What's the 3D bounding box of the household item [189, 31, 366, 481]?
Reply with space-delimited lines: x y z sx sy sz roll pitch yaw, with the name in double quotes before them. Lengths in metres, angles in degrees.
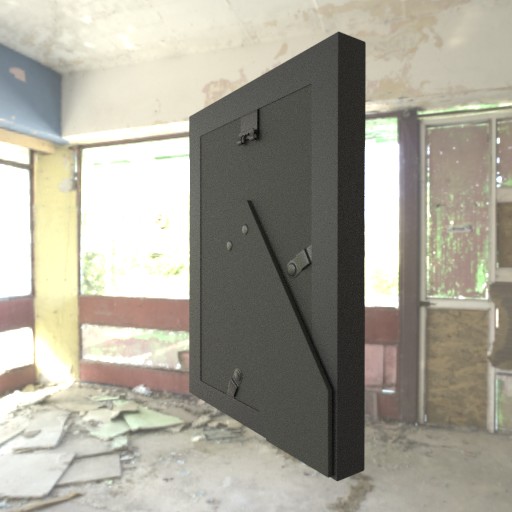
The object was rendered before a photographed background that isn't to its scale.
"household item" 0.000 0.000 0.233 0.022 0.178 0.133 0 1 -34
